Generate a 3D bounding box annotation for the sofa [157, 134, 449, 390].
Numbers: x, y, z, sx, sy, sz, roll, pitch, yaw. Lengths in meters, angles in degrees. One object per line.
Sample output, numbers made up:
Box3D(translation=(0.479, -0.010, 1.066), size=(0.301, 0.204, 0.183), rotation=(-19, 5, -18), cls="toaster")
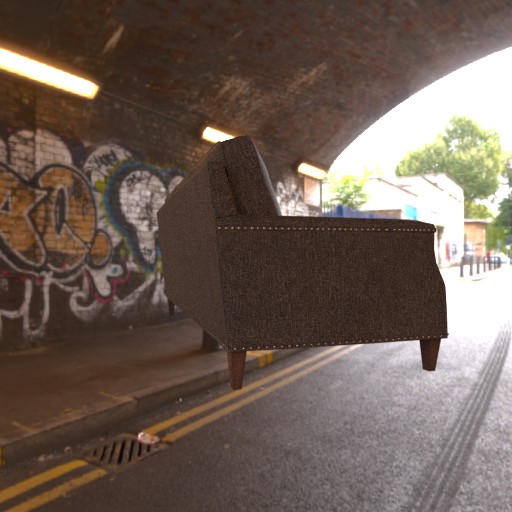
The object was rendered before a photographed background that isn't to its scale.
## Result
Box3D(translation=(0.000, 0.000, 2.821), size=(1.084, 1.003, 2.246), rotation=(0, 0, -17), cls="sofa")
